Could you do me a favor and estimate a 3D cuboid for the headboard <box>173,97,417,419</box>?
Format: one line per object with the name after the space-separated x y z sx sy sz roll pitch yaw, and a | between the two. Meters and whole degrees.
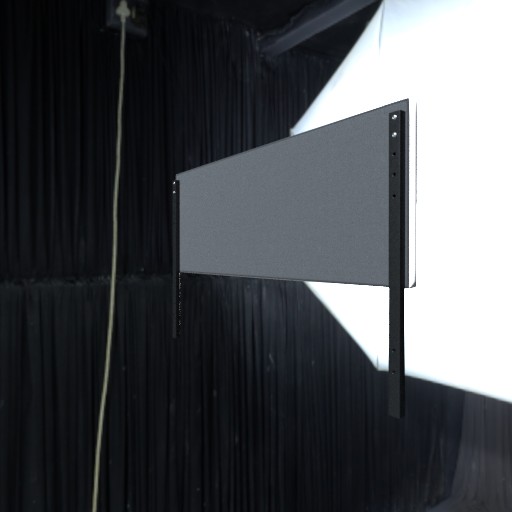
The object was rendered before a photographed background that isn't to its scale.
0.000 0.000 2.900 0.120 1.410 2.362 0 0 -36 | headboard
